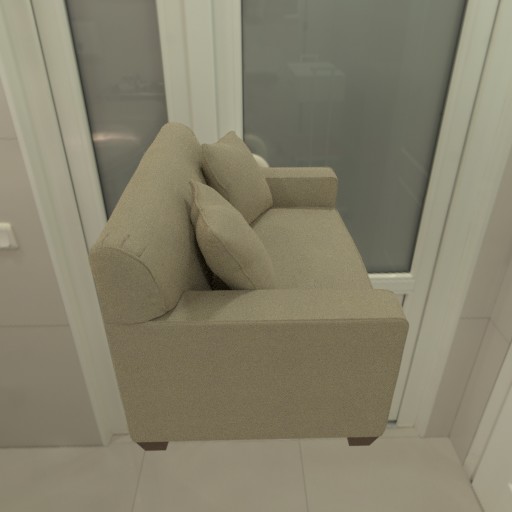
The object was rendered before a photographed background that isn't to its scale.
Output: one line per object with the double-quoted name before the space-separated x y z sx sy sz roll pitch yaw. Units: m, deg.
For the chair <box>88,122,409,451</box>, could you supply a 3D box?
"chair" 0.000 0.000 2.033 1.000 0.948 1.383 -1 31 -1
